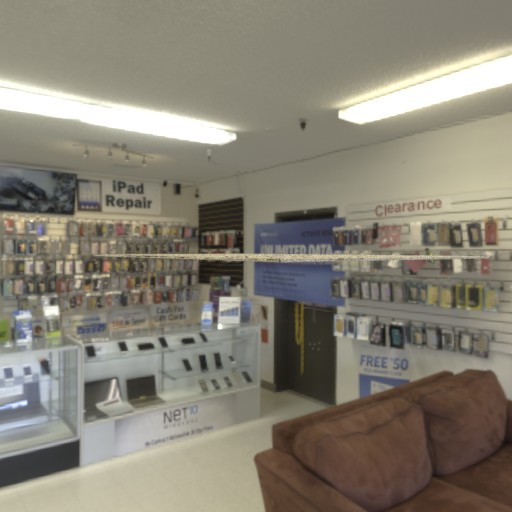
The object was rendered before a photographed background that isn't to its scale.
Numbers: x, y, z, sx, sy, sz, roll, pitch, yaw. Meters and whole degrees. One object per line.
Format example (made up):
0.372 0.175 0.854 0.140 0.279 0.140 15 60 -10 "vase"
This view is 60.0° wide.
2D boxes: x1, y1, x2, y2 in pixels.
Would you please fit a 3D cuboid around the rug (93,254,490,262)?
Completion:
0.000 0.000 3.065 1.530 0.012 2.444 0 1 -35 "rug"
